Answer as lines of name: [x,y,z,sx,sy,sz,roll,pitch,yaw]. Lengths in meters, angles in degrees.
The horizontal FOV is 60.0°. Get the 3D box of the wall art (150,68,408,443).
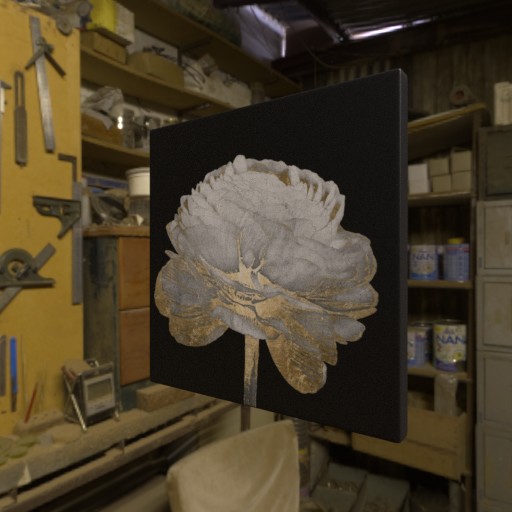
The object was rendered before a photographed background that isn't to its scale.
wall art: [0.000,0.000,0.913,0.610,0.611,0.043,0,0,36]
